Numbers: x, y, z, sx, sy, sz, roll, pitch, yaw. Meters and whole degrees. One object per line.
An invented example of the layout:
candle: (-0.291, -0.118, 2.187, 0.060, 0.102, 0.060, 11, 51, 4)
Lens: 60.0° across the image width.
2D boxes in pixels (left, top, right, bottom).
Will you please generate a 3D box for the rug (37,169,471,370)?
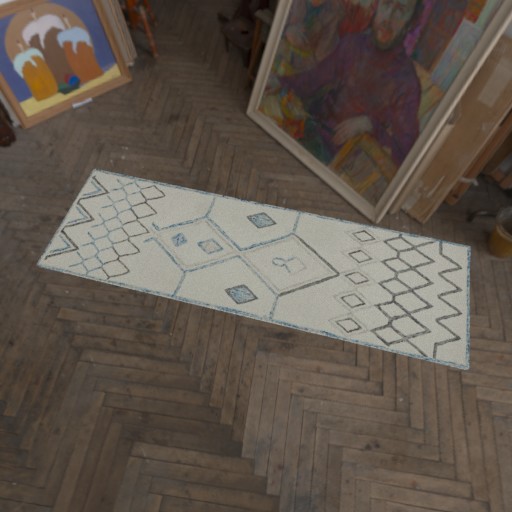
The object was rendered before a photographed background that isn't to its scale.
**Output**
rug: (0.000, 0.000, 2.605, 2.434, 0.013, 0.770, 13, 59, 8)
